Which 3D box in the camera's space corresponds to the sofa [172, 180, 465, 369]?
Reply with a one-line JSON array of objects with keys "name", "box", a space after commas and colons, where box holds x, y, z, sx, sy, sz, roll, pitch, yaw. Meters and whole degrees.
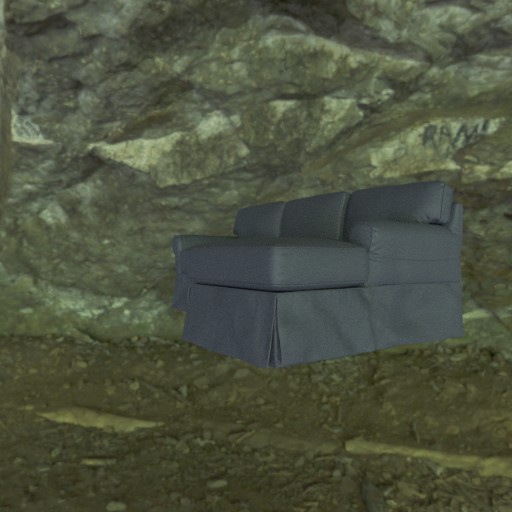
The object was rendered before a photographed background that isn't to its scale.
[{"name": "sofa", "box": [0.000, 0.000, 3.442, 1.637, 1.039, 2.518, 0, 0, -36]}]
